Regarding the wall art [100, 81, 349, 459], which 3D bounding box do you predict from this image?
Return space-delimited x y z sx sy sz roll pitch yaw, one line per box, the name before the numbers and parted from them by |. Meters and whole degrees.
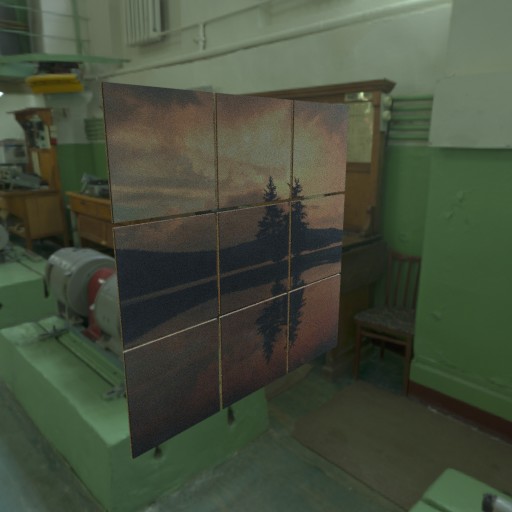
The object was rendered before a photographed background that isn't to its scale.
wall art | 0.000 0.000 1.795 0.013 1.218 1.216 14 20 43
